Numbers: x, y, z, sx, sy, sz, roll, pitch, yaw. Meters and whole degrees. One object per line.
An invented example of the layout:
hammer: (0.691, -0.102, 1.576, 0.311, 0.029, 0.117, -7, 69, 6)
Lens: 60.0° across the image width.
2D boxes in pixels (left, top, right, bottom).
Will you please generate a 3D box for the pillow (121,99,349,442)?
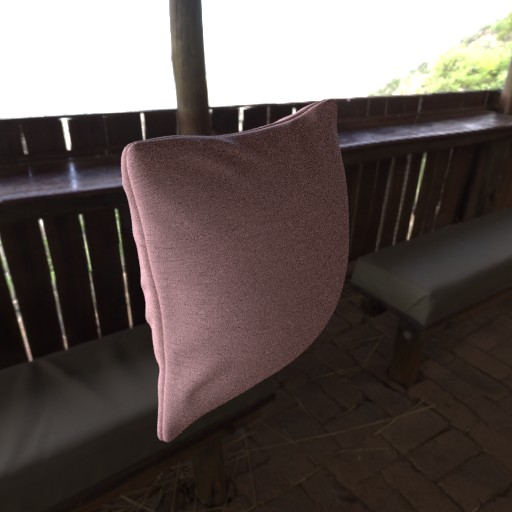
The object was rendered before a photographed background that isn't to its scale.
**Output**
pillow: (0.000, 0.000, 0.675, 0.246, 0.415, 0.432, 18, 32, 32)
